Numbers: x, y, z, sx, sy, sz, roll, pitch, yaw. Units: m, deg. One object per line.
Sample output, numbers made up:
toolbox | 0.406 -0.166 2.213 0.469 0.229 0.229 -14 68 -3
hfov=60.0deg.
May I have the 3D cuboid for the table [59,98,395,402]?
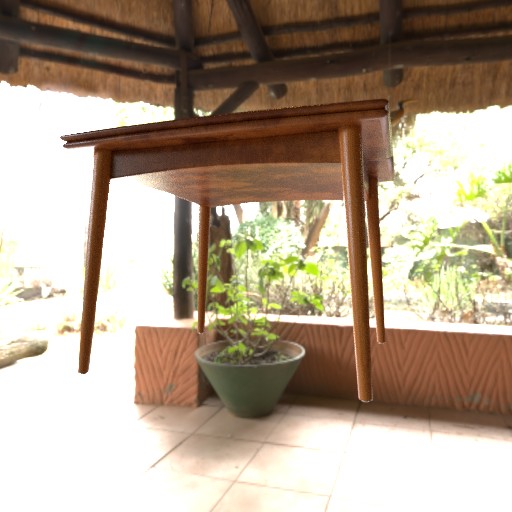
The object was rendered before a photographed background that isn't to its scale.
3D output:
table | 0.000 0.000 1.671 0.991 0.754 0.991 0 -1 18
